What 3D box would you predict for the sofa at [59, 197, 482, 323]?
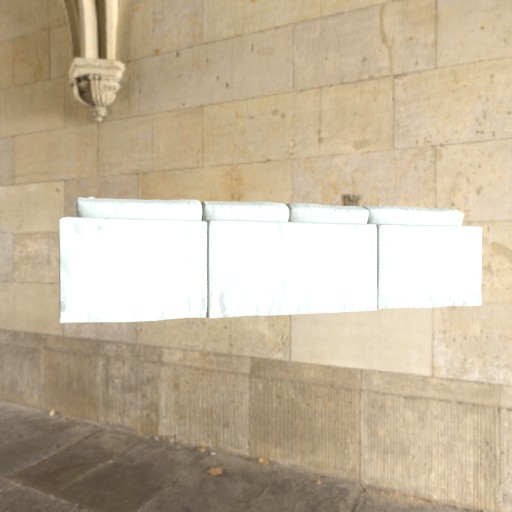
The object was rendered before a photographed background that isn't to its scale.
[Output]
[{"bbox_3d":[0.000,0.000,4.498,3.434,0.869,2.440,0,0,-18],"label":"sofa"}]
